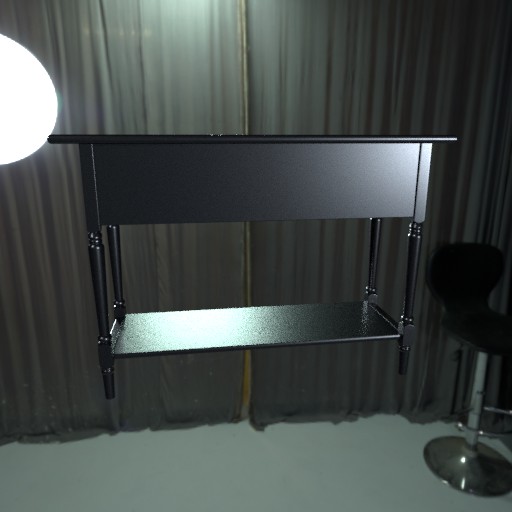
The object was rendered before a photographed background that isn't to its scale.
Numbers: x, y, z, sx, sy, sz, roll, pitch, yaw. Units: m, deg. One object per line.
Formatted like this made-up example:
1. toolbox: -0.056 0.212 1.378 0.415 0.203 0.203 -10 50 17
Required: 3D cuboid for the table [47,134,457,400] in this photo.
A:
1. table: 0.000 0.000 1.557 1.191 0.819 0.386 -2 15 -8
